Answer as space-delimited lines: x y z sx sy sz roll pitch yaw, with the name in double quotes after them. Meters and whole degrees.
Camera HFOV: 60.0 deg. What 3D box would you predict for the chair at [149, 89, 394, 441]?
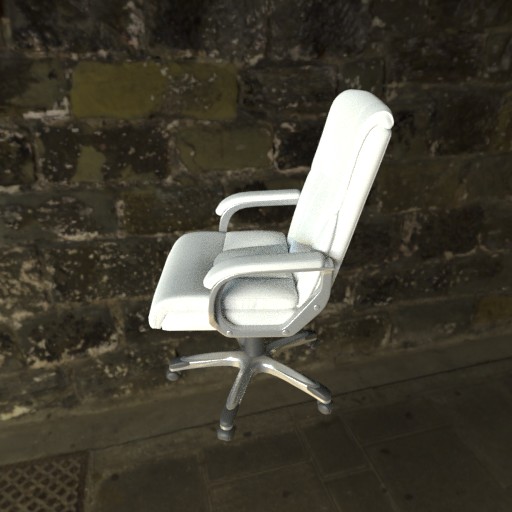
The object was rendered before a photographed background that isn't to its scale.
0.000 0.000 1.603 0.738 1.120 0.687 -1 26 -1 "chair"
